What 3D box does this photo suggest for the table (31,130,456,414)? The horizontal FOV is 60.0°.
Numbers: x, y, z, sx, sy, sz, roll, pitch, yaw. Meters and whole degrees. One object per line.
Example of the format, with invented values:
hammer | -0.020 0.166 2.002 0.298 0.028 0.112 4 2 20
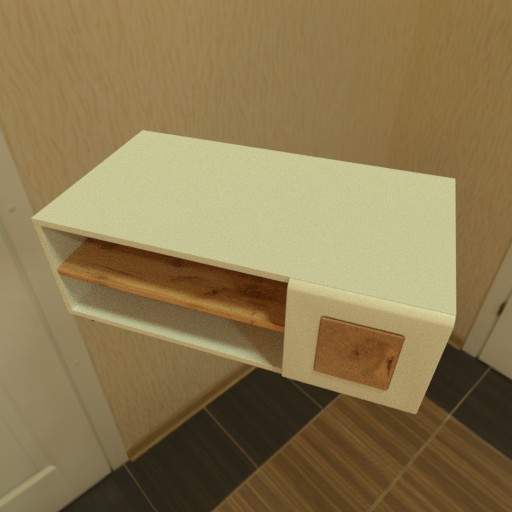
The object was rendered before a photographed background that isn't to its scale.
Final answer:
table | 0.000 0.000 1.429 1.097 0.442 0.639 12 41 14
